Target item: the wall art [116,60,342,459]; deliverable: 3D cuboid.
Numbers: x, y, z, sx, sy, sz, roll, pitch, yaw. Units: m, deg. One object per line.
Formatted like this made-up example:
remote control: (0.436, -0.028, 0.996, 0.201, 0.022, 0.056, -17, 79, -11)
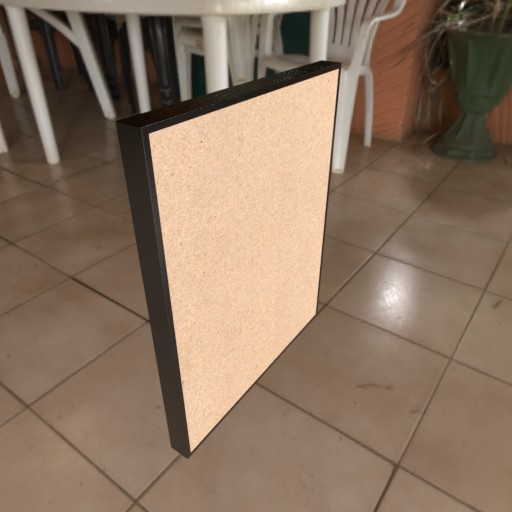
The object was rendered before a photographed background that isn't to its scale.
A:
wall art: (0.000, 0.000, 0.748, 0.038, 0.551, 0.448, 21, 38, 29)
